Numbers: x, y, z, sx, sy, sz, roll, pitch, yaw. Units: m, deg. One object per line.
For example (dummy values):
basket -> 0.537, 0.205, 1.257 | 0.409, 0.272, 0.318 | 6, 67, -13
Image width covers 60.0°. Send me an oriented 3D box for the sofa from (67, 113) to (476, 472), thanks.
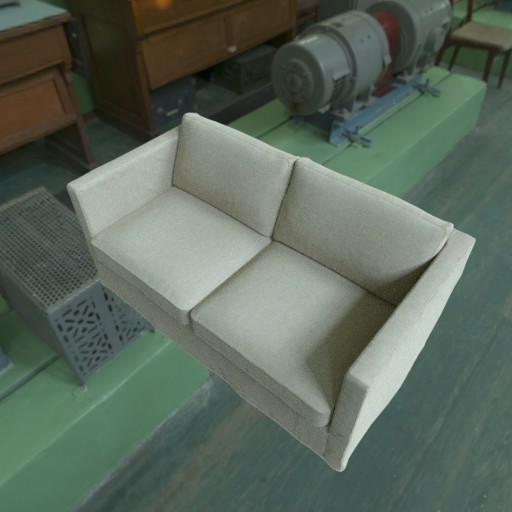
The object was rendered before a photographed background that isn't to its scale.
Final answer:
sofa -> 0.000, 0.000, 2.227 | 1.719, 0.835, 0.962 | 31, 53, 27
